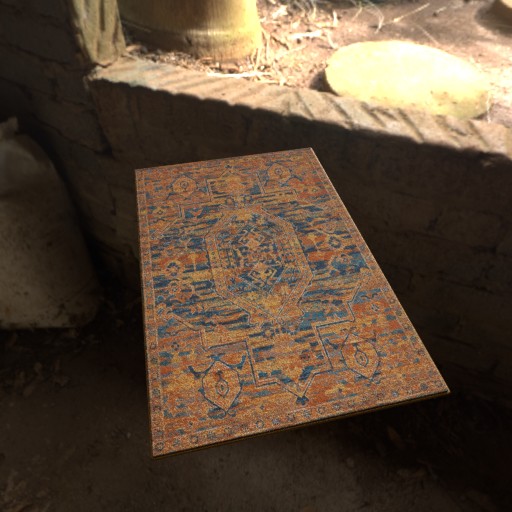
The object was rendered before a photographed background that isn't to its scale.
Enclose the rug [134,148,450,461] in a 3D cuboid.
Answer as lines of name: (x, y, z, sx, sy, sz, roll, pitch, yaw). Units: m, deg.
rug: (0.000, 0.000, 1.083, 0.557, 0.008, 0.863, -9, 47, -9)
